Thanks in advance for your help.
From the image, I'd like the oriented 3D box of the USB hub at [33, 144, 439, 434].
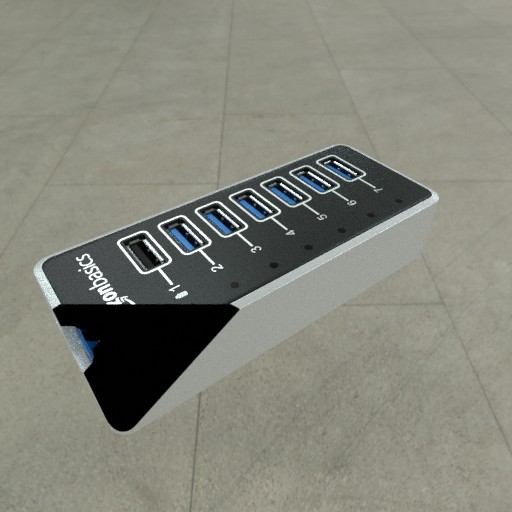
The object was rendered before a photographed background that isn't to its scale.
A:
[{"bbox_3d":[0.000,0.000,0.130,0.110,0.023,0.044,-26,48,-26],"label":"USB hub"}]
